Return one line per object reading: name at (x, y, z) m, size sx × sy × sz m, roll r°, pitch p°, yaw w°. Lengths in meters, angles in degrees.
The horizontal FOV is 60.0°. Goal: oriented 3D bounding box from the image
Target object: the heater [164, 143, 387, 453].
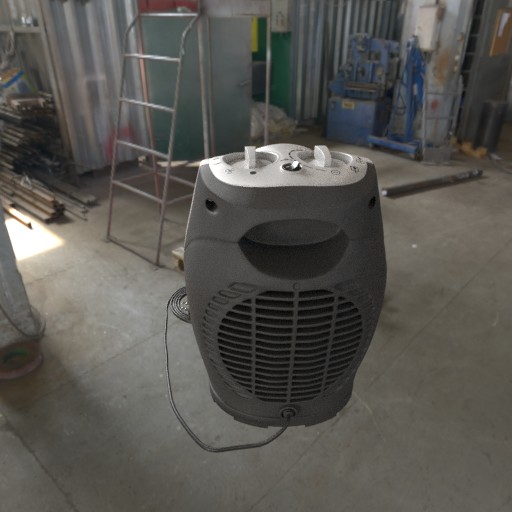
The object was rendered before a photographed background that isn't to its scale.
heater at (0.000, 0.000, 0.474) m, size 0.239 × 0.255 × 0.291 m, roll -1°, pitch 28°, yaw -2°
